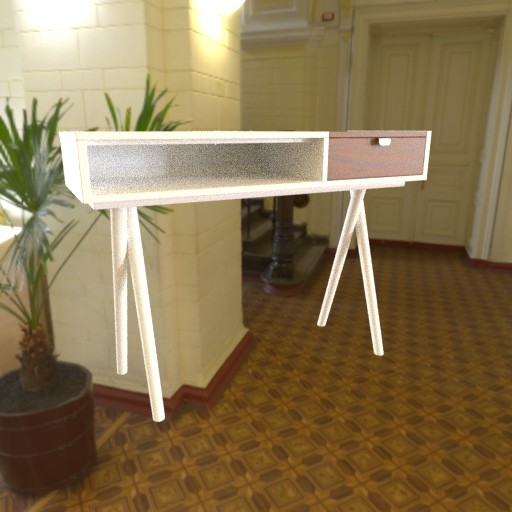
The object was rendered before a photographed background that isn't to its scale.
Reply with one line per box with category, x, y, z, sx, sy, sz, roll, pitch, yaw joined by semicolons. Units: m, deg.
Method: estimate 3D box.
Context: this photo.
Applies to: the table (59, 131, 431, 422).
table;0.000;0.000;1.447;1.066;0.785;0.418;-8;18;-27
